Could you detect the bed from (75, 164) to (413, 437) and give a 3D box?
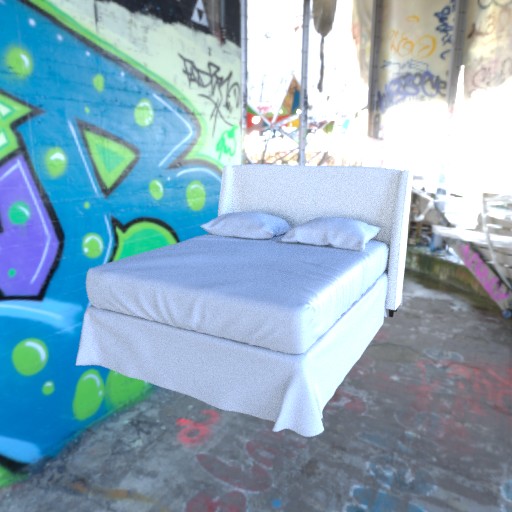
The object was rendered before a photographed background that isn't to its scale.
[{"bbox_3d":[0.000,0.000,3.529,1.925,1.332,2.276,8,16,28],"label":"bed"}]
